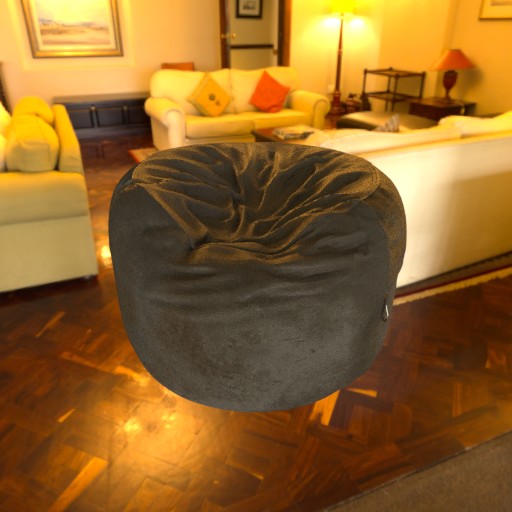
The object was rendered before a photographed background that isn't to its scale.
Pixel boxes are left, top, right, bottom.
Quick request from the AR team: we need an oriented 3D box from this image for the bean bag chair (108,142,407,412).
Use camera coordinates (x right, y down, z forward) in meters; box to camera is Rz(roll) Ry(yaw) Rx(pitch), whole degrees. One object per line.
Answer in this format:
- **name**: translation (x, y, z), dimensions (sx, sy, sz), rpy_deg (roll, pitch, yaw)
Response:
- **bean bag chair**: translation (0.000, 0.000, 1.463), dimensions (0.918, 0.605, 0.918), rpy_deg (0, 27, 0)
